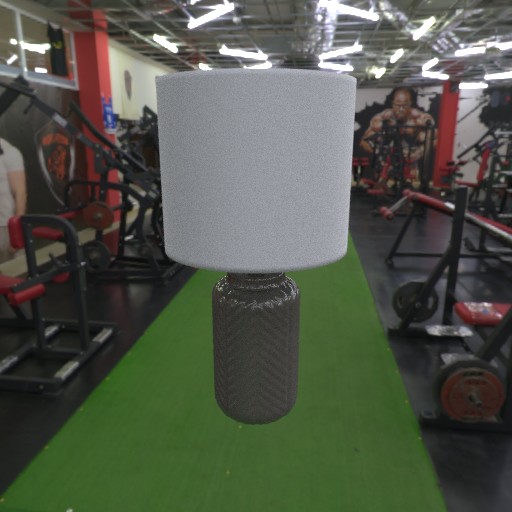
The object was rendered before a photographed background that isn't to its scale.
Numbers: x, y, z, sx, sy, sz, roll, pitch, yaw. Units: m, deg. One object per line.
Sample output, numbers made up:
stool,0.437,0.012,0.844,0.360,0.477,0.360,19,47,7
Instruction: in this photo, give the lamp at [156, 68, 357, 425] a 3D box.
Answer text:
lamp,0.000,0.000,0.508,0.203,0.389,0.203,3,16,9
